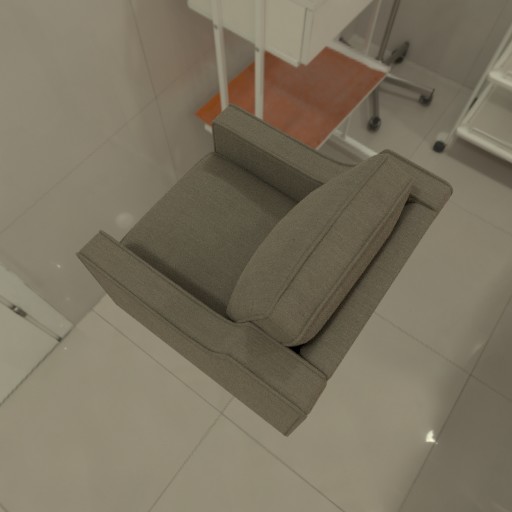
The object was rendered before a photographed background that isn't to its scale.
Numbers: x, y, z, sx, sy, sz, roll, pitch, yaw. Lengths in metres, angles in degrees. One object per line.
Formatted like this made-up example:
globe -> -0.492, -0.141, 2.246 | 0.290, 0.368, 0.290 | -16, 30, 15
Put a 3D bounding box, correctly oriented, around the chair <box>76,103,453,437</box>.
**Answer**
chair -> 0.000, 0.000, 1.630 | 0.909, 0.960, 0.831 | 34, 68, 15
